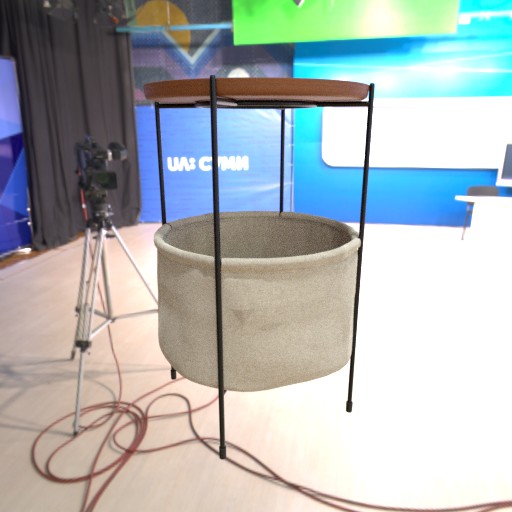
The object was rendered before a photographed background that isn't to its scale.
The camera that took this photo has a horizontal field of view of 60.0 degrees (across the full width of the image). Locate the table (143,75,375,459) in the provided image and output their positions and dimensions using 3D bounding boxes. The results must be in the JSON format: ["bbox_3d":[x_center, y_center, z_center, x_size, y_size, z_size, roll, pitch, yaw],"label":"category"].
[{"bbox_3d":[0.000,0.000,0.867,0.393,0.623,0.393,-9,19,-26],"label":"table"}]
